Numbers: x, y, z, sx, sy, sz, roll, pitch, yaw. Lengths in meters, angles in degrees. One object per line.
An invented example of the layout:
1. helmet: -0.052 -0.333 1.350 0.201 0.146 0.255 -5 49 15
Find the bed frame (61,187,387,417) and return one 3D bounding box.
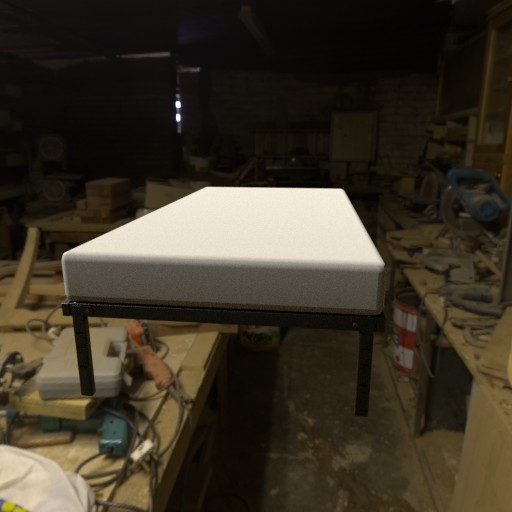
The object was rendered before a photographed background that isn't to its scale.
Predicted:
1. bed frame: 0.000 0.000 3.133 1.393 0.680 2.635 2 15 7
